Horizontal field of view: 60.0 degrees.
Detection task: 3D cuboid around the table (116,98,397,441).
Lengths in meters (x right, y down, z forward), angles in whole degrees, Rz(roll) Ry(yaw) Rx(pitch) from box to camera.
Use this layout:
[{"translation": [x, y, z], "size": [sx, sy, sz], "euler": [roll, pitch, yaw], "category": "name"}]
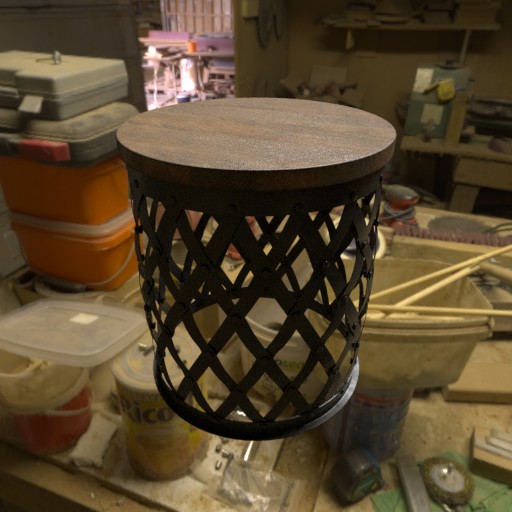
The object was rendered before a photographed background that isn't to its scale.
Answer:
[{"translation": [0.000, 0.000, 0.774], "size": [0.405, 0.454, 0.405], "euler": [0, 30, 0], "category": "table"}]
